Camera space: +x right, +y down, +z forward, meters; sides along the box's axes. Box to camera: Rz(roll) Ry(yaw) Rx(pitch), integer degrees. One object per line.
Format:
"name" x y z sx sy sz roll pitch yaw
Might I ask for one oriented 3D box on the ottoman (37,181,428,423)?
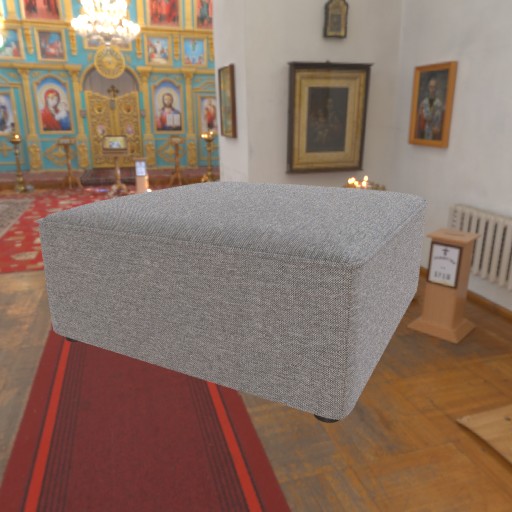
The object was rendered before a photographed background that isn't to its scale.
"ottoman" 0.000 0.000 1.577 1.005 0.455 1.005 8 18 27
